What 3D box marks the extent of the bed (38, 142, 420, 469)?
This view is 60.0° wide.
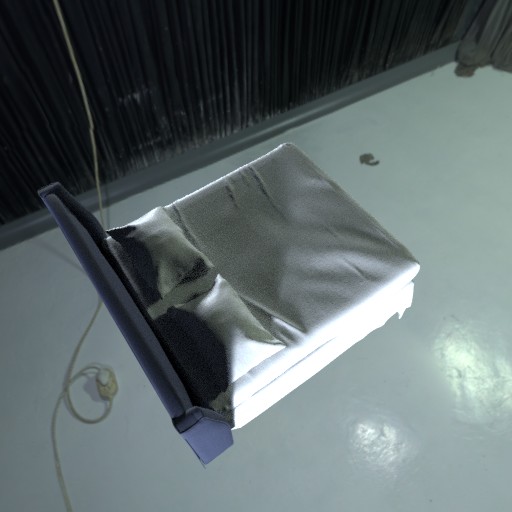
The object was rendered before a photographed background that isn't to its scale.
[{"bbox_3d":[0.000,0.000,3.441,2.276,1.332,1.925,-31,63,-18],"label":"bed"}]
